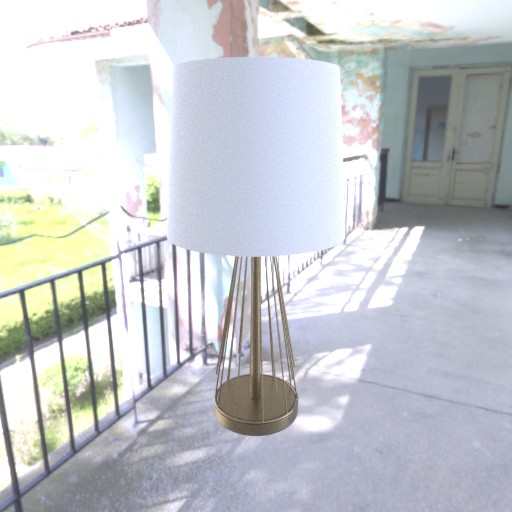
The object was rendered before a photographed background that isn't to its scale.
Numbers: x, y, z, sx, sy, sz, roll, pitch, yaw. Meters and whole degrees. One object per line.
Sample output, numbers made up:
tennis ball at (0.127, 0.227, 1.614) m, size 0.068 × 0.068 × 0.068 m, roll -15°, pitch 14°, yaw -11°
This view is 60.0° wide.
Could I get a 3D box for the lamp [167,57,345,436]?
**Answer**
lamp at (0.000, 0.000, 0.778) m, size 0.303 × 0.618 × 0.303 m, roll 0°, pitch 16°, yaw 0°
